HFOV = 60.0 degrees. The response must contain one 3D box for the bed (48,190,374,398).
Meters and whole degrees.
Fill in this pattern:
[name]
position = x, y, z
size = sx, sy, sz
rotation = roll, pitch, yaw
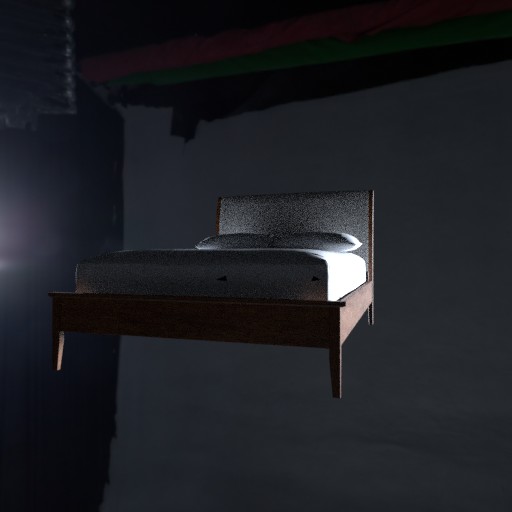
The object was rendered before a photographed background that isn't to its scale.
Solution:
[bed]
position = 0.000, 0.000, 3.307
size = 1.612, 1.250, 2.380
rotation = 0, 0, 18
